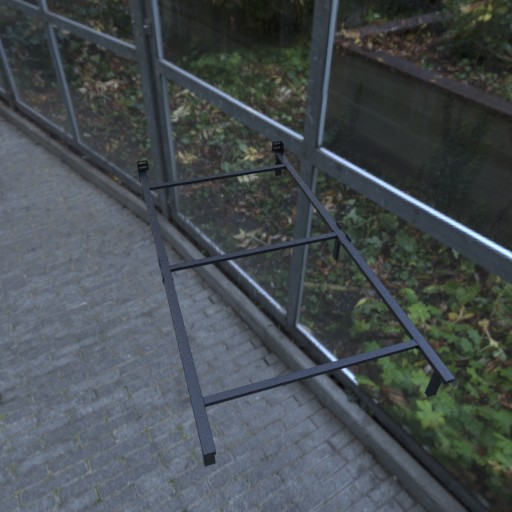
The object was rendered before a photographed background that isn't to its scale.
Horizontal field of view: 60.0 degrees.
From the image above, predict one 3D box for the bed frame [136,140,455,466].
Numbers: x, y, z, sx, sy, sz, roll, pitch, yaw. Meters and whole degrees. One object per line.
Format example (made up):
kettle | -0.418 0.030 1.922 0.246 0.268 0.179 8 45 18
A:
bed frame | 0.000 0.000 2.258 0.968 0.248 1.897 -12 42 -13
